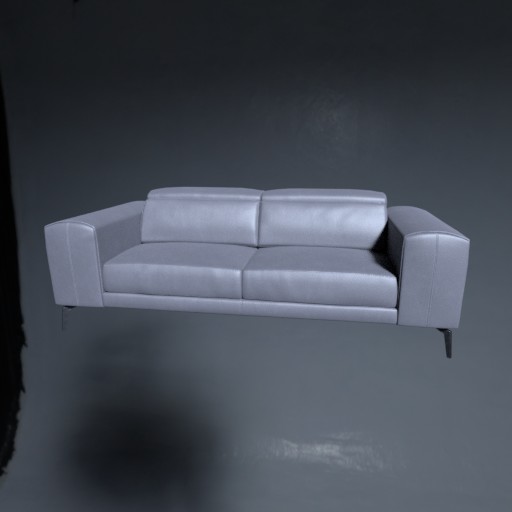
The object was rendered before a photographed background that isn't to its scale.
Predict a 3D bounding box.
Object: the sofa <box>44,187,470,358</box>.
[{"bbox_3d":[0.000,0.000,2.894,2.330,0.814,1.048,2,14,9],"label":"sofa"}]
